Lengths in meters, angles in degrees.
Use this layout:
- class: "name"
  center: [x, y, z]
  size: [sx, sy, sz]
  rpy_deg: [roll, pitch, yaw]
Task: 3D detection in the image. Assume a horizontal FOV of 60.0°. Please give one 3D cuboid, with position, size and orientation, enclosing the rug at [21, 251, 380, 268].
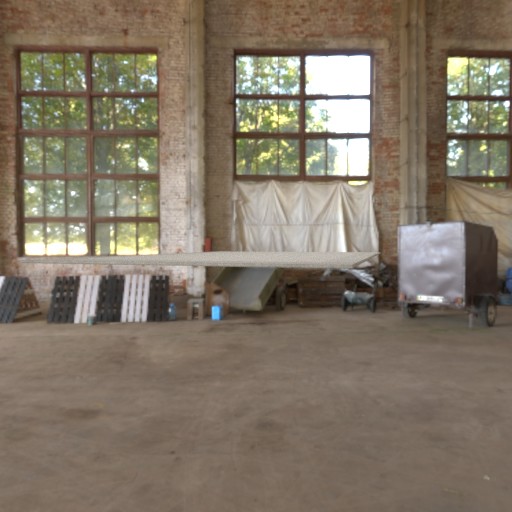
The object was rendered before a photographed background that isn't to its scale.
- class: "rug"
  center: [0.000, 0.000, 2.989]
  size: [1.524, 0.014, 2.438]
  rpy_deg: [1, 2, 18]
